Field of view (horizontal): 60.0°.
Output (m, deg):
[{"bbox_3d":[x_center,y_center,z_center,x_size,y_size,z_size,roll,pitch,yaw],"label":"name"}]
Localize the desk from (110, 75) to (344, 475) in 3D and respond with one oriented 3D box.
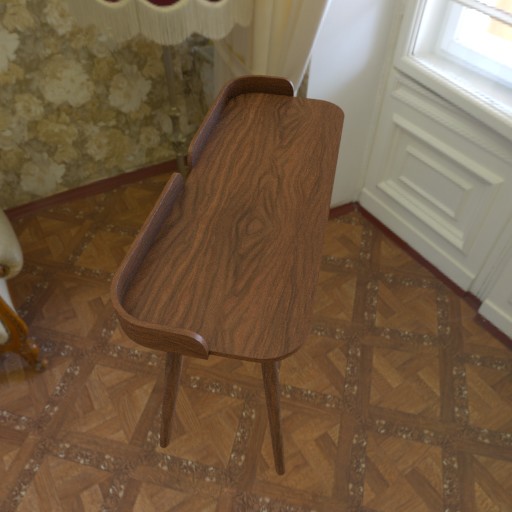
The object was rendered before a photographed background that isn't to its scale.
[{"bbox_3d":[0.000,0.000,1.668,0.486,0.800,1.256,9,48,8],"label":"desk"}]
